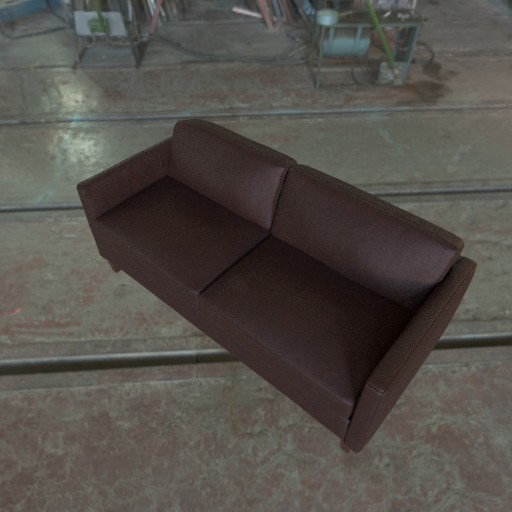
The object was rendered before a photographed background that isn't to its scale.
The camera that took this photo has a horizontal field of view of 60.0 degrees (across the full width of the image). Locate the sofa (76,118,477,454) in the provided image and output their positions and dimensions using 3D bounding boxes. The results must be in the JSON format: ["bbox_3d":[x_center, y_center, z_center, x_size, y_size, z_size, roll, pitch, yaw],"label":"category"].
[{"bbox_3d":[0.000,0.000,2.430,1.971,0.863,0.923,31,53,28],"label":"sofa"}]
